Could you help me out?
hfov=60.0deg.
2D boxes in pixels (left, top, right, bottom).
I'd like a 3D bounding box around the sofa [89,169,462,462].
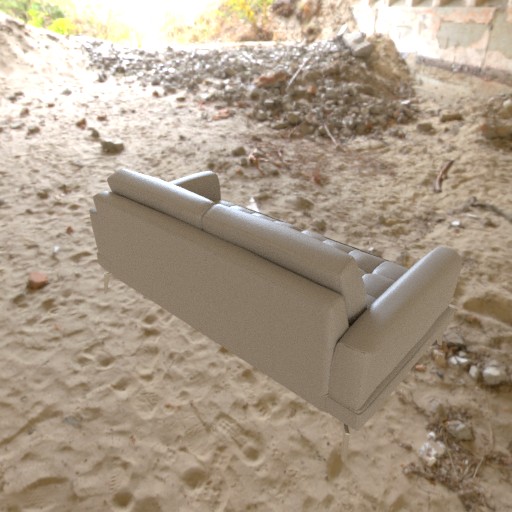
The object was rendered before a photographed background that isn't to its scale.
[{"bbox_3d":[0.000,0.000,2.764,2.177,0.930,1.121,24,37,36],"label":"sofa"}]
